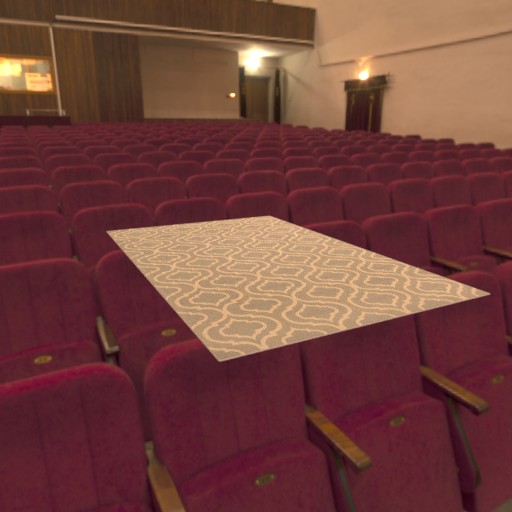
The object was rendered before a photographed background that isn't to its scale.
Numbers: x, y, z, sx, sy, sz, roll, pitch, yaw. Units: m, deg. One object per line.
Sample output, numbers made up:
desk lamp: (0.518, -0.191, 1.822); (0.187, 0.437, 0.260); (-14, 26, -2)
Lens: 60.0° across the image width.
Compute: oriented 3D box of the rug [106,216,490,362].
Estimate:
rug: (0.000, 0.000, 2.208); (1.141, 0.015, 1.749); (-8, 18, -26)
